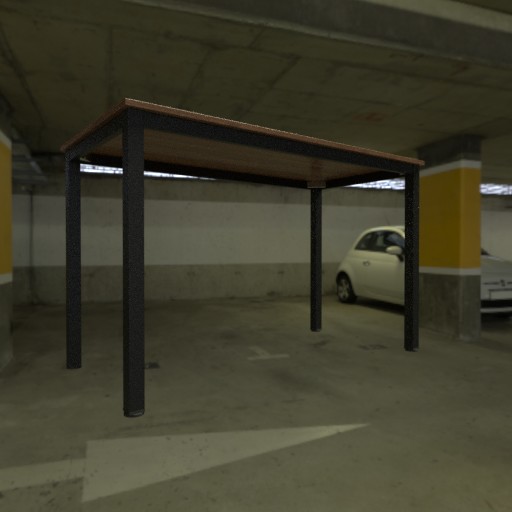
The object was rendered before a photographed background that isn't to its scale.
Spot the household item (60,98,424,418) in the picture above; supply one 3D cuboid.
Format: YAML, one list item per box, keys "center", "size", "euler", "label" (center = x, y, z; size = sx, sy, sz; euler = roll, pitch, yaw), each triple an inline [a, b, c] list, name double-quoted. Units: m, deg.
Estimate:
- center: [0.000, 0.000, 1.620]
  size: [1.200, 0.750, 0.600]
  euler: [-1, 1, -37]
  label: "household item"
